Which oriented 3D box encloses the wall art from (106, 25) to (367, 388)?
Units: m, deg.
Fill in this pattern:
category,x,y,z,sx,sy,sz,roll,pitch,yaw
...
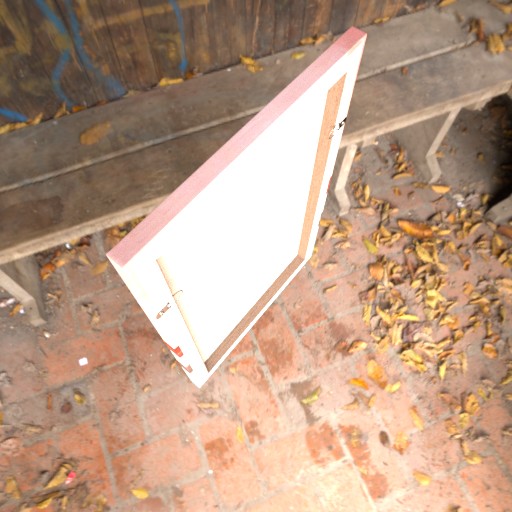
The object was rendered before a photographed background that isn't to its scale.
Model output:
category,x,y,z,sx,sy,sz,roll,pitch,yaw
wall art,0.000,0.000,1.118,0.038,0.914,0.610,36,69,16
